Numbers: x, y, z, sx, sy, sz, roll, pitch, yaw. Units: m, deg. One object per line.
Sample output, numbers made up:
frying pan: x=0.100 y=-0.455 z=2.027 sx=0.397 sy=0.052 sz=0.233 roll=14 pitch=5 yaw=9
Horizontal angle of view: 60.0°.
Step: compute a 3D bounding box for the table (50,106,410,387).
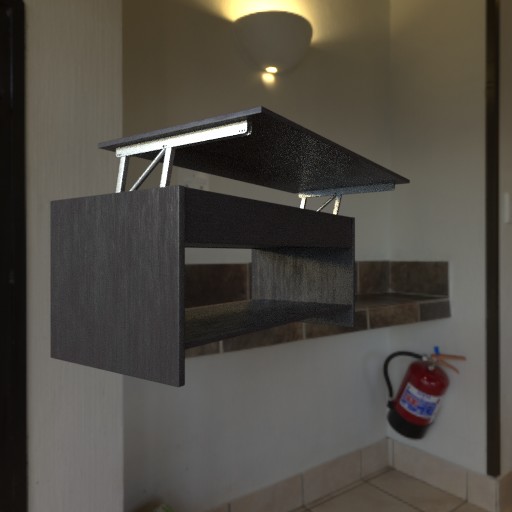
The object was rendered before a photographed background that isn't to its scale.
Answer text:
table: x=0.000 y=0.000 z=1.451 sx=0.712 sy=0.570 sz=1.000 roll=0 pitch=0 yaw=35
